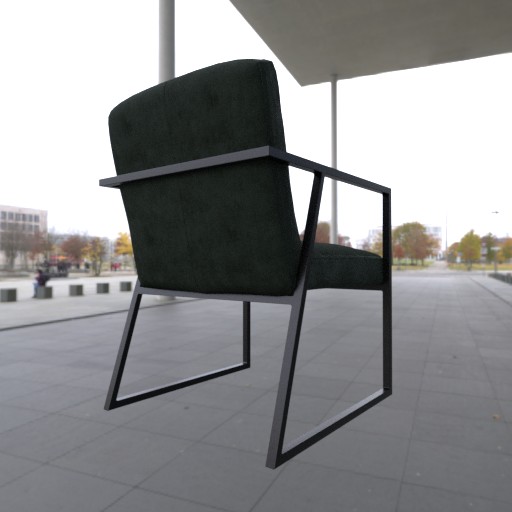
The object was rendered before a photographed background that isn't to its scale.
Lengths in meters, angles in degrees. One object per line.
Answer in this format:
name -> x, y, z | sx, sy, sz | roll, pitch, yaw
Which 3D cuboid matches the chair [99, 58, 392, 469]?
chair -> 0.000, 0.000, 1.276 | 0.571, 0.833, 0.677 | -1, -1, 38
